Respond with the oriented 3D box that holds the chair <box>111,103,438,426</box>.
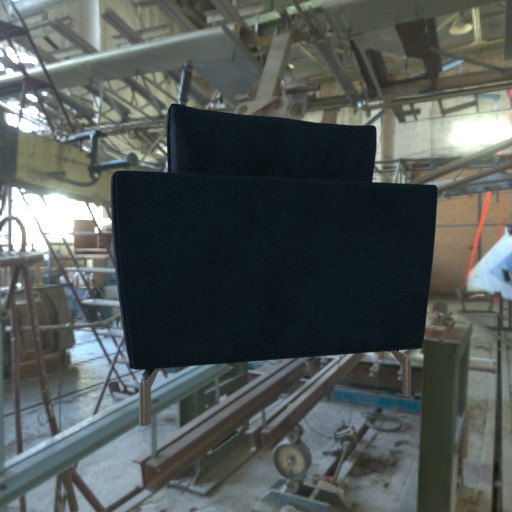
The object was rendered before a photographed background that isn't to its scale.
[{"bbox_3d":[0.000,0.000,1.591,0.977,0.893,0.746,0,1,-17],"label":"chair"}]
